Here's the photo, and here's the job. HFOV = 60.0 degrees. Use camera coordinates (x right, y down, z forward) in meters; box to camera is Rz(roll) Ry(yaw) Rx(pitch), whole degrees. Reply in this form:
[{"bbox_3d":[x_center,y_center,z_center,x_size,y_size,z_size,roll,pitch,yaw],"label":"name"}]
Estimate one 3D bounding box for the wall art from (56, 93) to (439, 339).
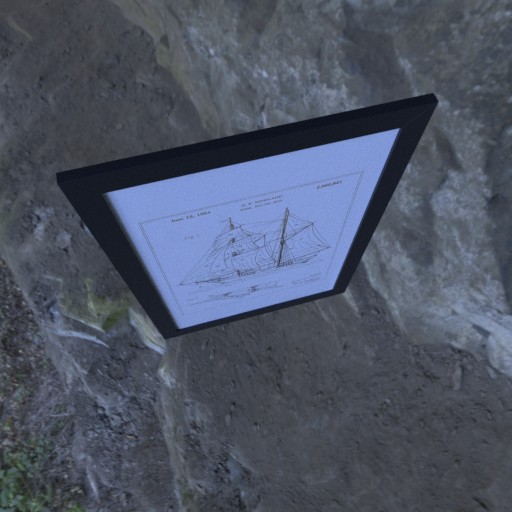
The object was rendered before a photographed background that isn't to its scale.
[{"bbox_3d":[0.000,0.000,0.669,0.381,0.534,0.013,-14,65,-7],"label":"wall art"}]
